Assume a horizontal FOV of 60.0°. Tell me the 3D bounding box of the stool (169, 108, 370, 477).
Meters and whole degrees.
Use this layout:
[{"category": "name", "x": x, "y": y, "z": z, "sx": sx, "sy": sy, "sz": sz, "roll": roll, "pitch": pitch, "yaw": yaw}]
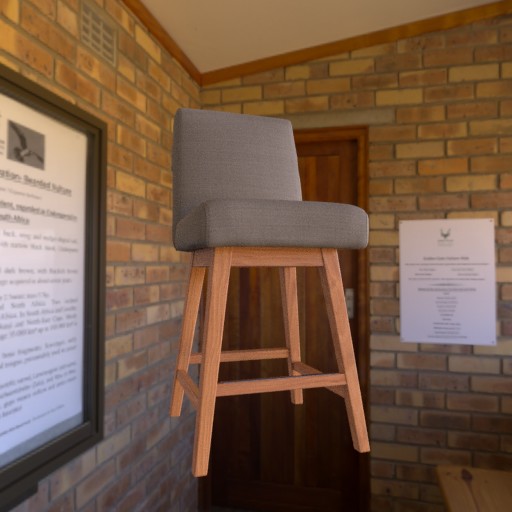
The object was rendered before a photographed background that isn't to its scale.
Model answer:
[{"category": "stool", "x": 0.000, "y": 0.000, "z": 1.322, "sx": 0.459, "sy": 1.019, "sz": 0.570, "roll": 1, "pitch": -2, "yaw": -18}]
